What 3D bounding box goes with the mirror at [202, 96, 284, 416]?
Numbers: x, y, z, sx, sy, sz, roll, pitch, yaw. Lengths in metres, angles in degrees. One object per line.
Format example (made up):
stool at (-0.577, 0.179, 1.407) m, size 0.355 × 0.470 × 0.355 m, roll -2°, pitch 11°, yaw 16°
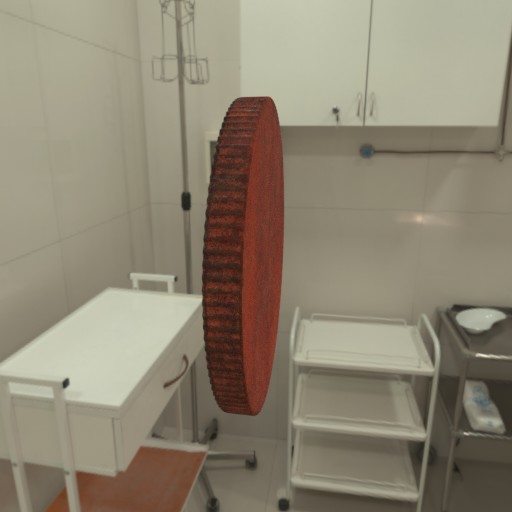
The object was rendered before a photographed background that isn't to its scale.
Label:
mirror at (0.000, 0.000, 0.900) m, size 0.056 × 0.609 × 0.609 m, roll 3°, pitch 16°, yaw 9°
